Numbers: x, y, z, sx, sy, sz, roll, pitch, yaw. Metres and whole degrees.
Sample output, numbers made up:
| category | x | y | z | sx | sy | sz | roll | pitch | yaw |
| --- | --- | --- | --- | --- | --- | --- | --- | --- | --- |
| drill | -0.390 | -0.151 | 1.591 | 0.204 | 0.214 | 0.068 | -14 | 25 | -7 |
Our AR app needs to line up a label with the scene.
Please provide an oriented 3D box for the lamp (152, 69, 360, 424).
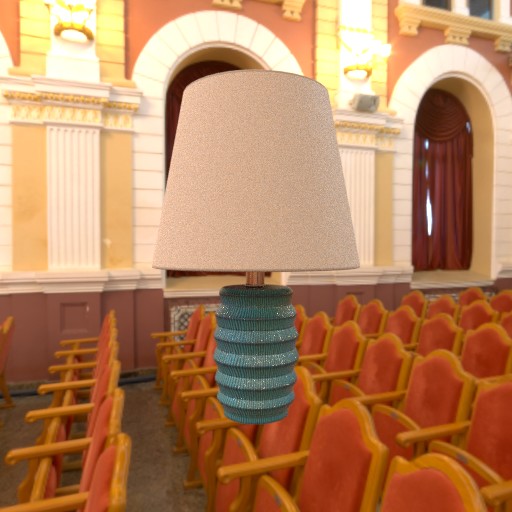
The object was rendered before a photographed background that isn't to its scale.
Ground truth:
| category | x | y | z | sx | sy | sz | roll | pitch | yaw |
| --- | --- | --- | --- | --- | --- | --- | --- | --- | --- |
| lamp | 0.000 | 0.000 | 0.554 | 0.254 | 0.392 | 0.254 | 0 | 1 | 0 |
